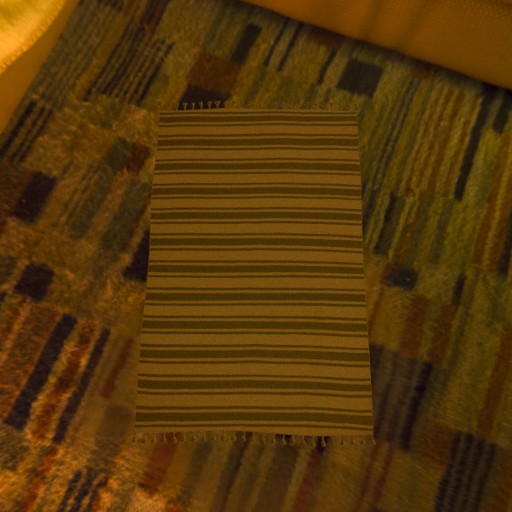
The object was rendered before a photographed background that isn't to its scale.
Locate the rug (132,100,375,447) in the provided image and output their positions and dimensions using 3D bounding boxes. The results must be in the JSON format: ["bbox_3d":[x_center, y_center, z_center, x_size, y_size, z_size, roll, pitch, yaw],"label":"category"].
[{"bbox_3d":[0.000,0.000,2.352,1.162,0.013,1.875,1,75,0],"label":"rug"}]
